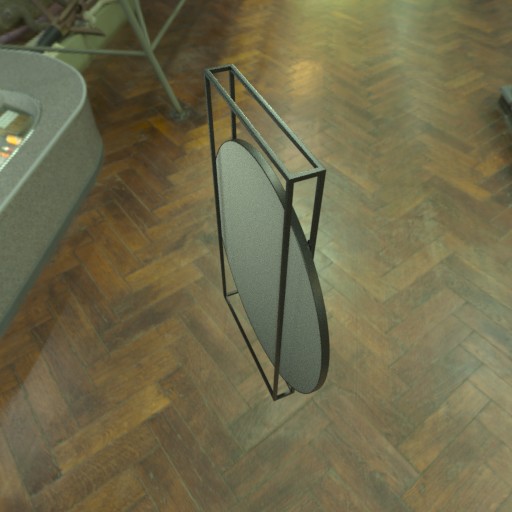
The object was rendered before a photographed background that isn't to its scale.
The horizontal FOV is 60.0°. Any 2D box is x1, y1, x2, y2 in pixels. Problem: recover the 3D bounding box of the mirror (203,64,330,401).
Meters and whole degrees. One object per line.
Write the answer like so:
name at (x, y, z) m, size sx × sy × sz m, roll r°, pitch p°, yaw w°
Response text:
mirror at (0.000, 0.000, 0.849) m, size 0.051 × 0.603 × 0.508 m, roll -18°, pitch 50°, yaw -15°
